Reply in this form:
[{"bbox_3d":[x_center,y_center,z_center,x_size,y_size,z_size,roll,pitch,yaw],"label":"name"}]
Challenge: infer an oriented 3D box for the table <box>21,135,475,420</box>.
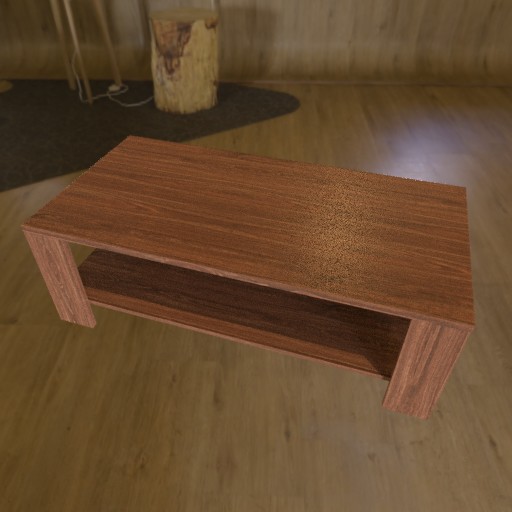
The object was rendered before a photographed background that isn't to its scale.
[{"bbox_3d":[0.000,0.000,1.454,1.200,0.400,0.600,12,42,14],"label":"table"}]
